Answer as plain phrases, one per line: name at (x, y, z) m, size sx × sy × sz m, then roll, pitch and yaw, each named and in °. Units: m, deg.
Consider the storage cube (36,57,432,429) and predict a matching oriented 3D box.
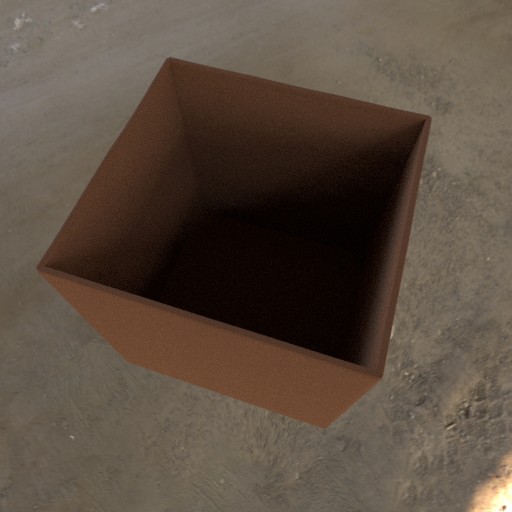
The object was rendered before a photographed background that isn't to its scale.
storage cube at (0.000, 0.000, 0.497) m, size 0.270 × 0.280 × 0.270 m, roll 16°, pitch 63°, yaw 8°
